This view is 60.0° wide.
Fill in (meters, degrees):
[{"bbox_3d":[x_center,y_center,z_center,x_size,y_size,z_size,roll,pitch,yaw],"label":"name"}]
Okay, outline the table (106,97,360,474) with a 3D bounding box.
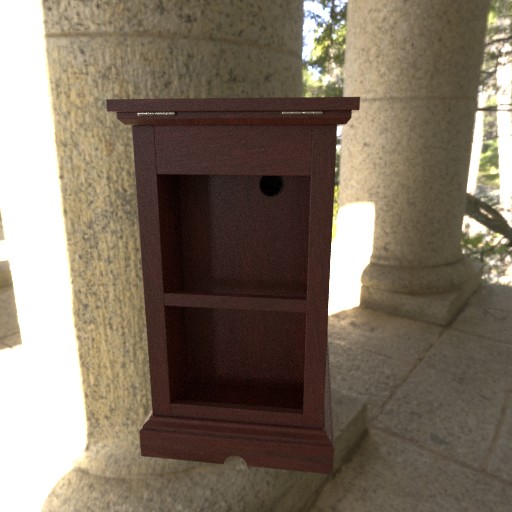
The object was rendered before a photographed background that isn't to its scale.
[{"bbox_3d":[0.000,0.000,0.971,0.356,0.612,0.584,2,16,7],"label":"table"}]
